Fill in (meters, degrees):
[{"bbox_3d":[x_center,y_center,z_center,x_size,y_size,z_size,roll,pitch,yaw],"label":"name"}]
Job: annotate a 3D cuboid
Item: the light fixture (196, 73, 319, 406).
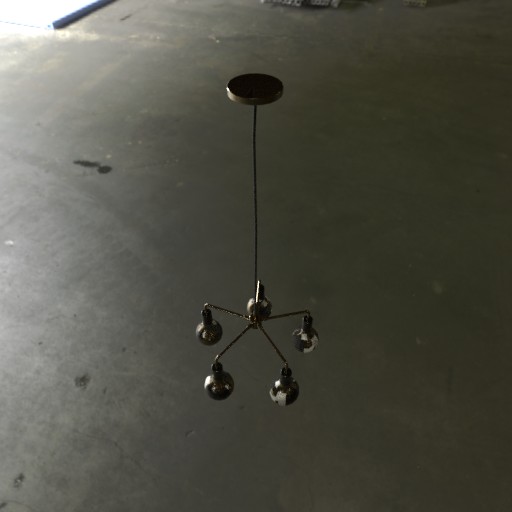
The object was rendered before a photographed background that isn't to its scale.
[{"bbox_3d":[0.000,0.000,1.227,0.438,0.988,0.421,3,46,3],"label":"light fixture"}]
